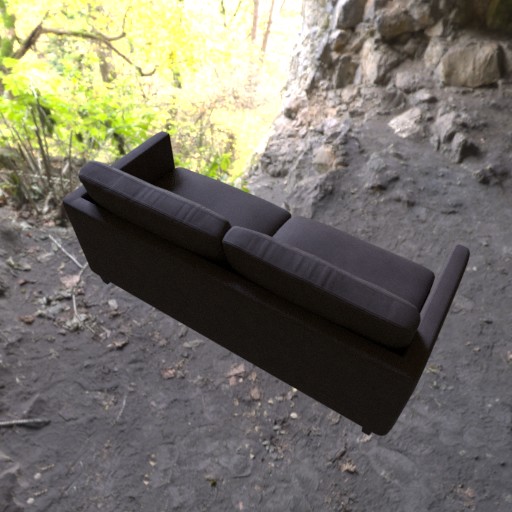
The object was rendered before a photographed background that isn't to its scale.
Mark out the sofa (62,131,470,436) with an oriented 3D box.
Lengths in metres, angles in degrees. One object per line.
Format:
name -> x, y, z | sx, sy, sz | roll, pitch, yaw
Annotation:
sofa -> 0.000, 0.000, 2.715 | 2.208, 0.965, 0.951 | 25, 52, 21
